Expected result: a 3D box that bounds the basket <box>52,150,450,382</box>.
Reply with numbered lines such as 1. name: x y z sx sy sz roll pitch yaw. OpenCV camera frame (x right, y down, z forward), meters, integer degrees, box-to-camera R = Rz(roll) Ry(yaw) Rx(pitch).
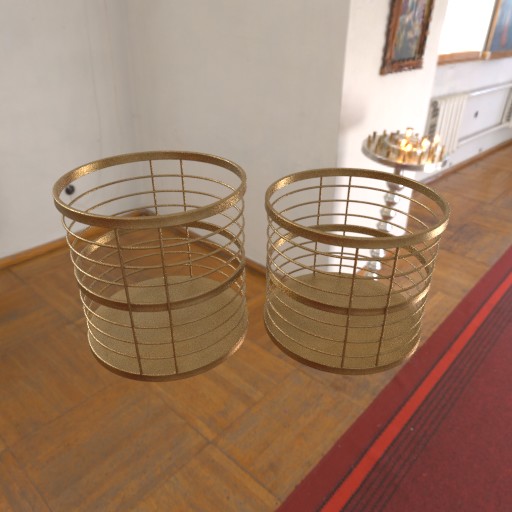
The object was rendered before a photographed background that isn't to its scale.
1. basket: 0.000 0.000 0.934 0.746 0.351 0.356 -1 30 -2
